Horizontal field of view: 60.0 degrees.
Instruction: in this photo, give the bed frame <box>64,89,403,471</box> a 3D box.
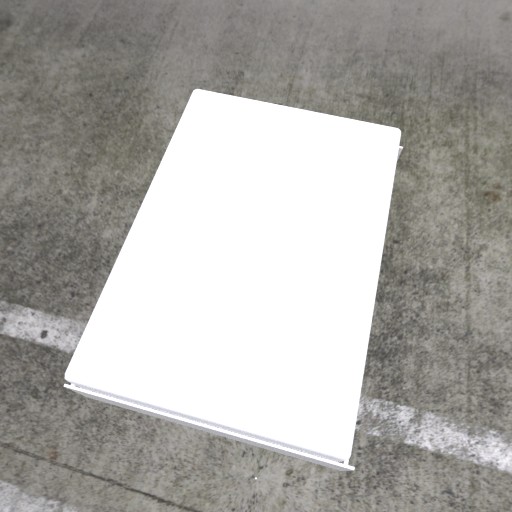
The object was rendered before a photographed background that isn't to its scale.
[{"bbox_3d":[0.000,0.000,2.585,1.445,0.497,1.945,13,64,7],"label":"bed frame"}]
